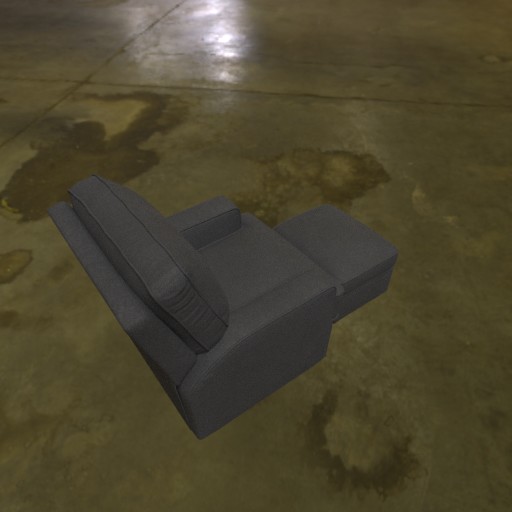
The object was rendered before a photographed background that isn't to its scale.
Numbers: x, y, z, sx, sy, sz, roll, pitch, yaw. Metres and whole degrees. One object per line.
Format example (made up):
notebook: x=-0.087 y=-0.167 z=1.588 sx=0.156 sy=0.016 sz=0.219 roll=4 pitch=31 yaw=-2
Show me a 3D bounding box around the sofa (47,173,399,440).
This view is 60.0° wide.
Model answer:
sofa: x=0.000 y=0.000 z=2.043 sx=1.472 sy=0.959 sz=0.861 roll=-25 pitch=47 yaw=-27
